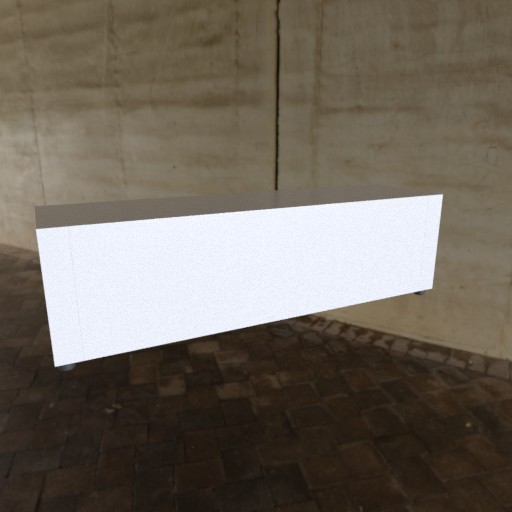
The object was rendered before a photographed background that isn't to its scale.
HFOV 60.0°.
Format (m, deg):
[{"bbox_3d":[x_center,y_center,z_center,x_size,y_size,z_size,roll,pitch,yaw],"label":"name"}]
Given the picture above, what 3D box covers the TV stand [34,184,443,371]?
[{"bbox_3d":[0.000,0.000,1.728,1.500,0.440,0.410,-8,18,-25],"label":"TV stand"}]
